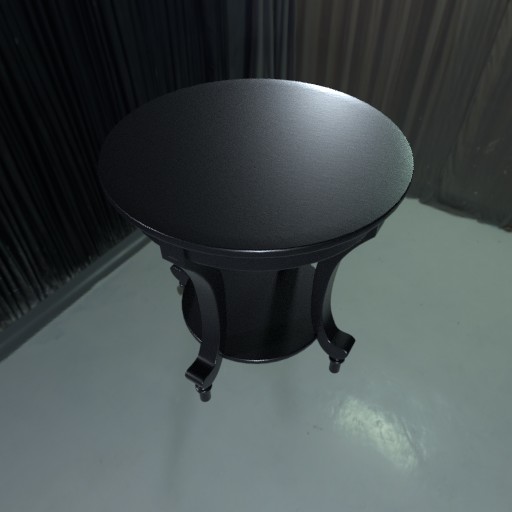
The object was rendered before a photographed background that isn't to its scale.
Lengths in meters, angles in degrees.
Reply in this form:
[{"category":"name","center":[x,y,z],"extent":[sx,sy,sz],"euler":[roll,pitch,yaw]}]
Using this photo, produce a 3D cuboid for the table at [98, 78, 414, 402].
[{"category":"table","center":[0.000,0.000,1.079],"extent":[0.597,0.618,0.597],"euler":[0,45,0]}]
